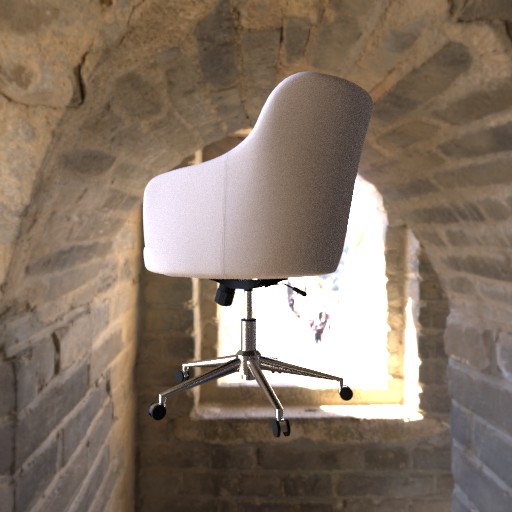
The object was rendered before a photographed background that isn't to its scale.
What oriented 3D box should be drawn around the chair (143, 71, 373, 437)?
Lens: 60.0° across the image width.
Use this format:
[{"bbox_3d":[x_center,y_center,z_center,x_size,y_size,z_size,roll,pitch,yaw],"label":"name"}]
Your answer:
[{"bbox_3d":[0.000,0.000,1.257,0.647,0.819,0.602,0,0,38],"label":"chair"}]
